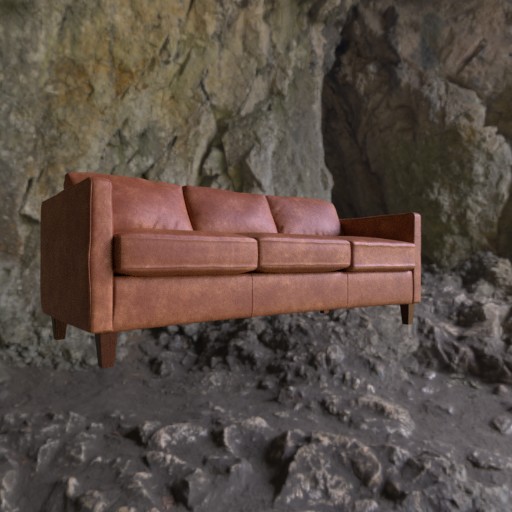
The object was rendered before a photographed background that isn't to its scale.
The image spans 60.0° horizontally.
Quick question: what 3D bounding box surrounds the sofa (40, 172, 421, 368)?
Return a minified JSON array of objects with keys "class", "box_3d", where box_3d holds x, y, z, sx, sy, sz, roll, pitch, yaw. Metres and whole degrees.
[{"class":"sofa","box_3d":[0.000,0.000,2.959,2.464,1.006,1.045,1,-1,-37]}]
